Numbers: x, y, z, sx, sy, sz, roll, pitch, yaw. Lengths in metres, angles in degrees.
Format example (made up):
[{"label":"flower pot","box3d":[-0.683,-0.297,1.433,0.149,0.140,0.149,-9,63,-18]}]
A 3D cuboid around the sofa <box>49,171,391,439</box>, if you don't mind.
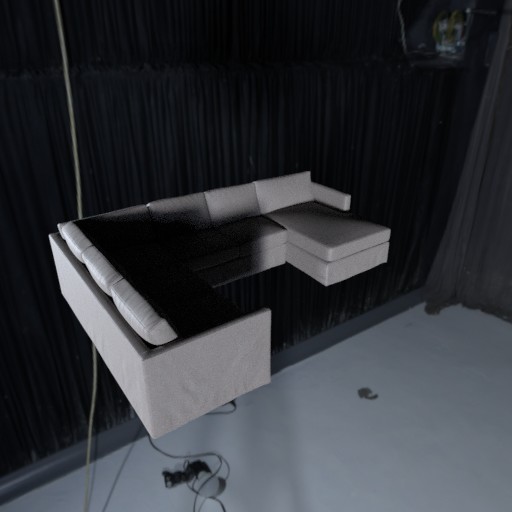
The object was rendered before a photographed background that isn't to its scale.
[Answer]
[{"label":"sofa","box3d":[0.000,0.000,4.620,3.460,0.882,2.427,-18,31,-32]}]
